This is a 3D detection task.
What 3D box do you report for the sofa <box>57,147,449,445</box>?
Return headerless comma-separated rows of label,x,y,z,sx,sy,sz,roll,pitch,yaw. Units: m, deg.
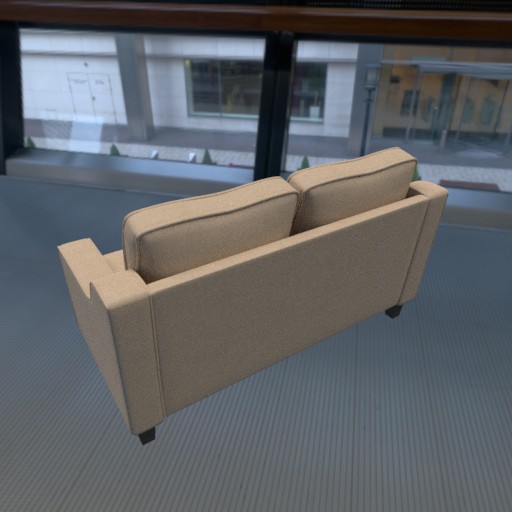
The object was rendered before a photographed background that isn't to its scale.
sofa,0.000,0.000,3.420,2.587,1.562,1.351,-19,36,-28
